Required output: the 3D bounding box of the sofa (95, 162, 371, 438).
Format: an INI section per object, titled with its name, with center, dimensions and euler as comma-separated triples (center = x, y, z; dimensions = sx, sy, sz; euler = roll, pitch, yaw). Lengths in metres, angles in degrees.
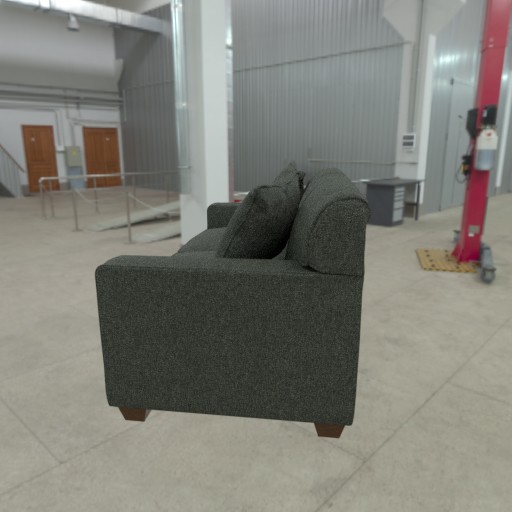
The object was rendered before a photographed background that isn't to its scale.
[sofa]
center = 0.000, 0.000, 2.438
dimensions = 0.998, 0.958, 1.846
euler = 2, 14, 8
